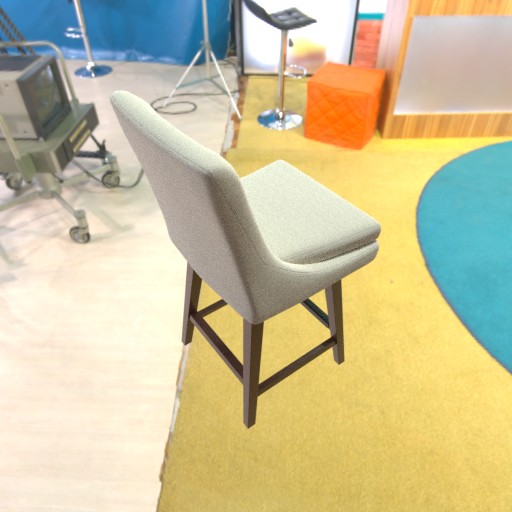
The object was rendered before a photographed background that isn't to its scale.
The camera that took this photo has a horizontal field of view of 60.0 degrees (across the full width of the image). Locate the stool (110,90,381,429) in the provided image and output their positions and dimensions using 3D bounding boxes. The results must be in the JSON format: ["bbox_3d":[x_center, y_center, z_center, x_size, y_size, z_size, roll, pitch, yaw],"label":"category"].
[{"bbox_3d":[0.000,0.000,1.333,0.559,0.991,0.483,-26,48,-26],"label":"stool"}]
